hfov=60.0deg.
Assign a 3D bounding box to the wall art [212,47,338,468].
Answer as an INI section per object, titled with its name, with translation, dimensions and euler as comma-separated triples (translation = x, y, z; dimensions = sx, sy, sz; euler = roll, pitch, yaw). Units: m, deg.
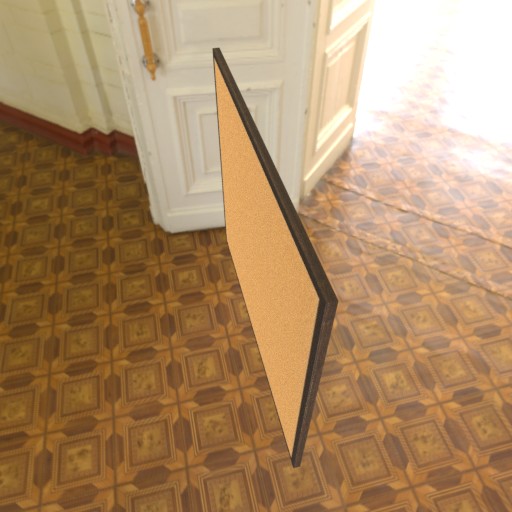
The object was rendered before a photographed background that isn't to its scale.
[wall art]
translation = 0.000, 0.000, 1.404
dimensions = 0.023, 0.875, 1.033
euler = -11, 49, -10
